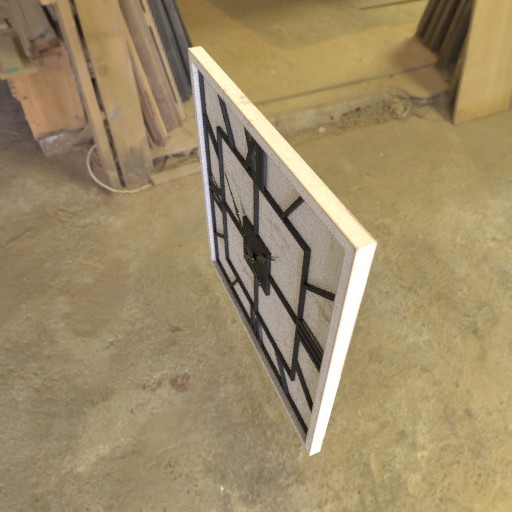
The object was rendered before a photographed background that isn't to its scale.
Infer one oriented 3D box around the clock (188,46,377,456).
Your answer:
[{"bbox_3d":[0.000,0.000,1.041,0.032,0.705,0.705,-17,48,-16],"label":"clock"}]
